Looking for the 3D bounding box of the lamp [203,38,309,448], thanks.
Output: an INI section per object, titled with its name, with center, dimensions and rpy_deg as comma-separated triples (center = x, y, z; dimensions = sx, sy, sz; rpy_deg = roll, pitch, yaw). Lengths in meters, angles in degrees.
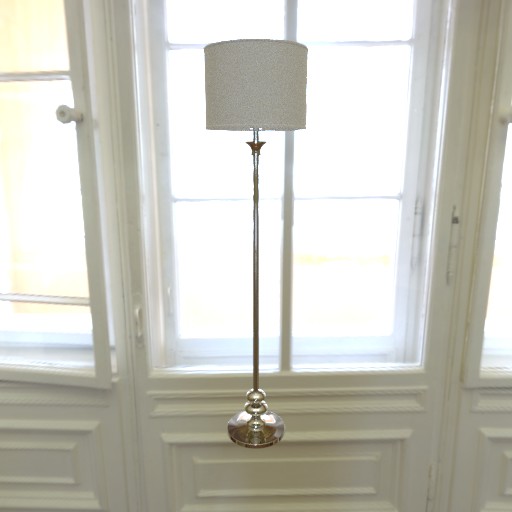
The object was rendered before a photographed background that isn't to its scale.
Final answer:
[lamp]
center = 0.000, 0.000, 1.673
dimensions = 0.356, 1.487, 0.356
rpy_deg = -13, 18, -43
